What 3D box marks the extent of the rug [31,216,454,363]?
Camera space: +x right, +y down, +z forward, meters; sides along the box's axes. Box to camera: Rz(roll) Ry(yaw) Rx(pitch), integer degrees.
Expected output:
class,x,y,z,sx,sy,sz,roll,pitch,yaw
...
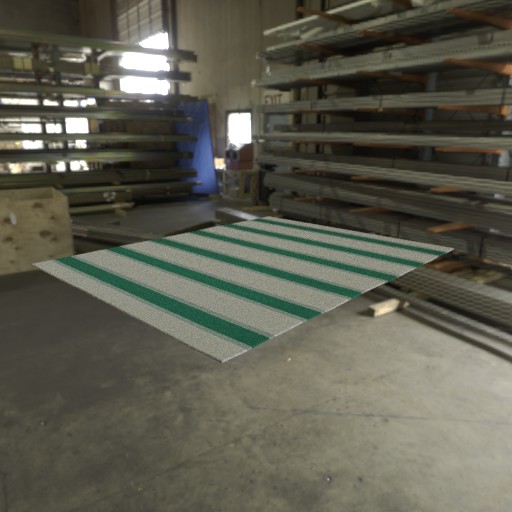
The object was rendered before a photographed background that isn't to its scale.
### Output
class,x,y,z,sx,sy,sz,roll,pitch,yaw
rug,0.000,0.000,4.049,2.434,0.019,3.041,14,21,42
